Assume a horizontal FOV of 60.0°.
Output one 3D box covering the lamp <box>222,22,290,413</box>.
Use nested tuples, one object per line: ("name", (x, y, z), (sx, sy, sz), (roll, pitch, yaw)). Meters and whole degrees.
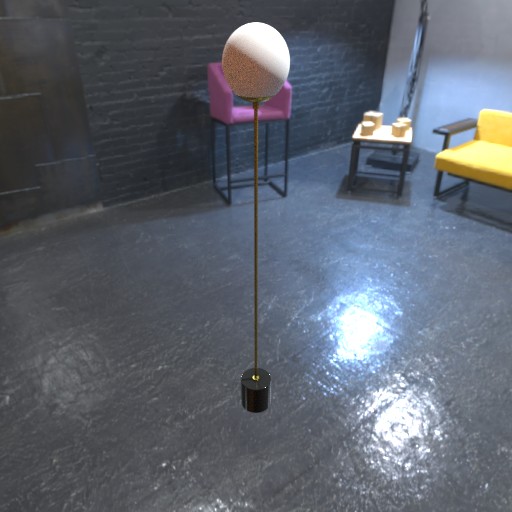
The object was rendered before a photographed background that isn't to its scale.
("lamp", (0.000, 0.000, 1.875), (0.229, 1.748, 0.229), (-21, 36, -32))
